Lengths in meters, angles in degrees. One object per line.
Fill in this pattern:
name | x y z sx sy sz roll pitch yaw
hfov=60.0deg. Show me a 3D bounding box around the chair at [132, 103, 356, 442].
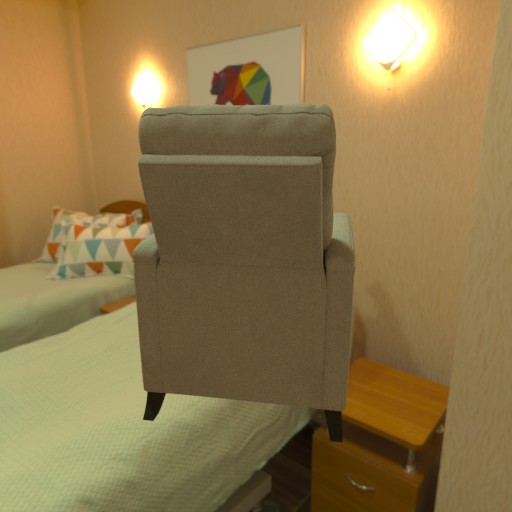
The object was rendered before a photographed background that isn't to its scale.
chair | 0.000 0.000 1.676 0.710 1.049 0.922 3 15 10
